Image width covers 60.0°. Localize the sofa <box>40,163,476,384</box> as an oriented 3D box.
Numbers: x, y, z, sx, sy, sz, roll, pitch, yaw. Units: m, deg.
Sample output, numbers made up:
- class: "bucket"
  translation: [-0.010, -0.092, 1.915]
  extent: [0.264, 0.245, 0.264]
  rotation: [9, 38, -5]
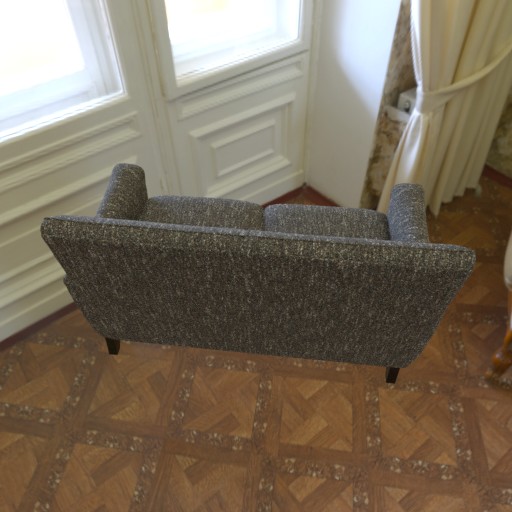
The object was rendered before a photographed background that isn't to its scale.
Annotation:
- class: "sofa"
  translation: [0.000, 0.000, 2.014]
  extent: [1.519, 0.946, 0.801]
  rotation: [5, 47, 4]
